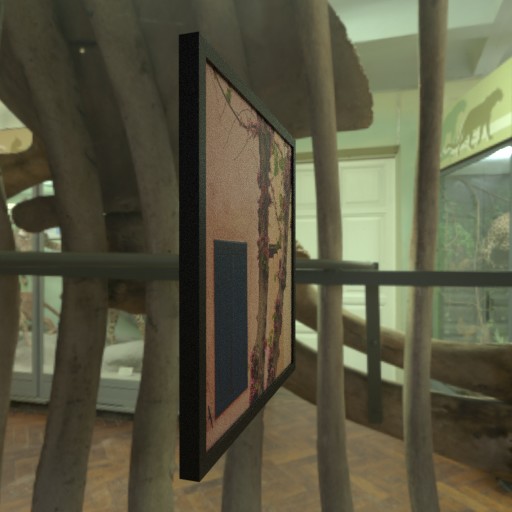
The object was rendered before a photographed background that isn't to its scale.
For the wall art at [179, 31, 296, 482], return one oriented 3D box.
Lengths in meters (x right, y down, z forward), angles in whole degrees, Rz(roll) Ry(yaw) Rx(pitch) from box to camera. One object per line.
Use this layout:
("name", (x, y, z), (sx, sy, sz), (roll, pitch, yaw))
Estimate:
("wall art", (0.000, 0.000, 1.117), (0.038, 0.762, 0.762), (0, 1, 17))
